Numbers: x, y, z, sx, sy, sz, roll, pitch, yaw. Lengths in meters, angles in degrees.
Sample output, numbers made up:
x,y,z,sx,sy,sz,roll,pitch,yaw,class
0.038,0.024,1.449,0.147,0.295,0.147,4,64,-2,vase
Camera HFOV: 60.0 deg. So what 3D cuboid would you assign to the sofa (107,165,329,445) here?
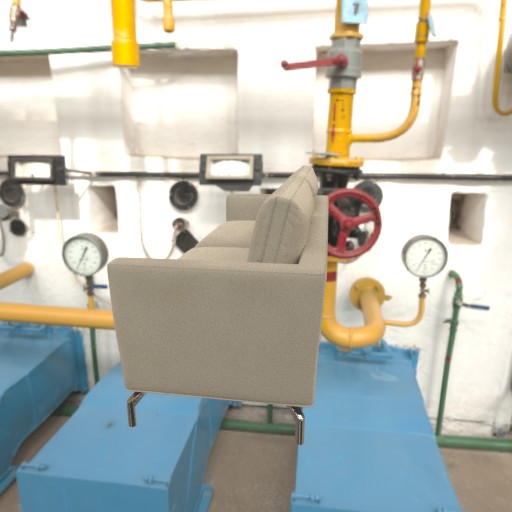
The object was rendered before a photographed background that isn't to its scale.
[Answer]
x,y,z,sx,sy,sz,roll,pitch,yaw,class
0.000,0.000,2.757,0.868,1.005,2.214,2,15,9,sofa
